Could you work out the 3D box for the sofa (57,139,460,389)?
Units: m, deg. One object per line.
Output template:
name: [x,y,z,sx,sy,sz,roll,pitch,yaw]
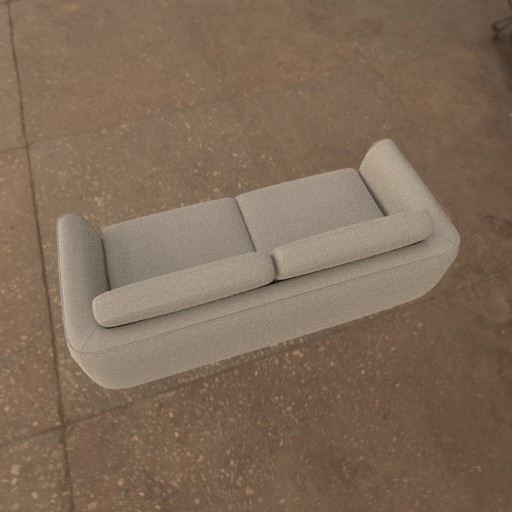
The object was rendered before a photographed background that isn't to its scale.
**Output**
sofa: [0.000,0.000,2.462,2.000,0.850,0.920,-15,58,-9]
